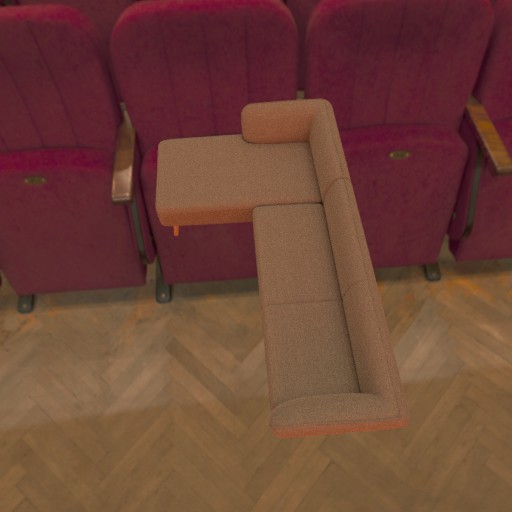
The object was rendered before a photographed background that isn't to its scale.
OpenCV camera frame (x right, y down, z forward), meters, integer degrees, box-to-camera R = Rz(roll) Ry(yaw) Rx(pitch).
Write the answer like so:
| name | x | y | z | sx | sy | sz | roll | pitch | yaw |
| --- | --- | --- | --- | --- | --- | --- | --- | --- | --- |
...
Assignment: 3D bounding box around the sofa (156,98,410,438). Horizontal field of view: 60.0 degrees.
| name | x | y | z | sx | sy | sz | roll | pitch | yaw |
| --- | --- | --- | --- | --- | --- | --- | --- | --- | --- |
| sofa | 0.000 | 0.000 | 3.330 | 1.532 | 0.693 | 2.653 | -4 | 59 | -2 |
